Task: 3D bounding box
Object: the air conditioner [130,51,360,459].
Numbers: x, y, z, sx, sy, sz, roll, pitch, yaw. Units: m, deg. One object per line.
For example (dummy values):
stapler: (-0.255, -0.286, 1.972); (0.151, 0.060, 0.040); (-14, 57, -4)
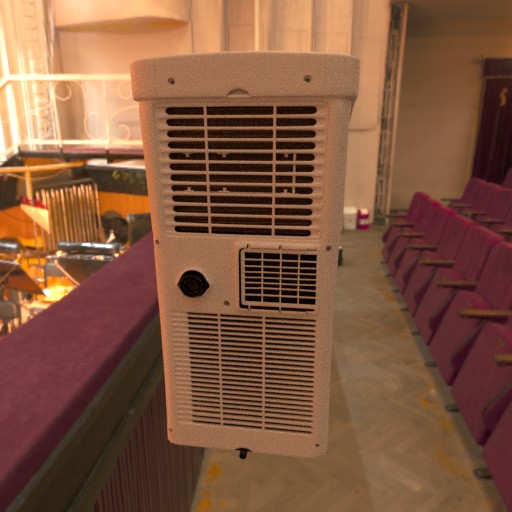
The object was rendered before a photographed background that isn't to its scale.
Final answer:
air conditioner: (0.000, 0.000, 0.904); (0.352, 0.716, 0.369); (2, 16, 8)
